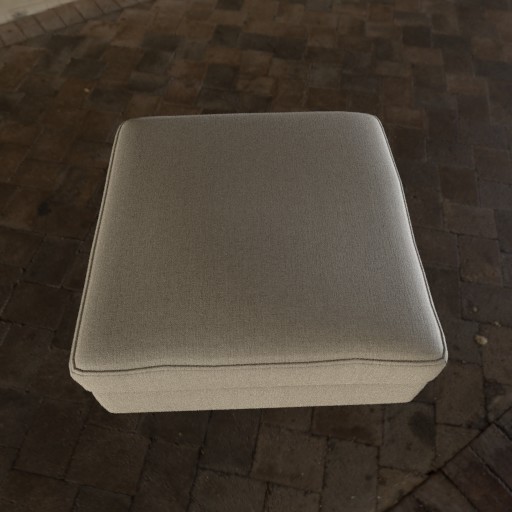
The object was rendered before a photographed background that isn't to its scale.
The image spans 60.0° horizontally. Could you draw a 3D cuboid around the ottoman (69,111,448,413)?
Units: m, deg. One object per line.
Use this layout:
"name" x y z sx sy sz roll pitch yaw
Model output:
"ottoman" 0.000 0.000 1.312 0.838 0.478 0.838 -2 56 -1
